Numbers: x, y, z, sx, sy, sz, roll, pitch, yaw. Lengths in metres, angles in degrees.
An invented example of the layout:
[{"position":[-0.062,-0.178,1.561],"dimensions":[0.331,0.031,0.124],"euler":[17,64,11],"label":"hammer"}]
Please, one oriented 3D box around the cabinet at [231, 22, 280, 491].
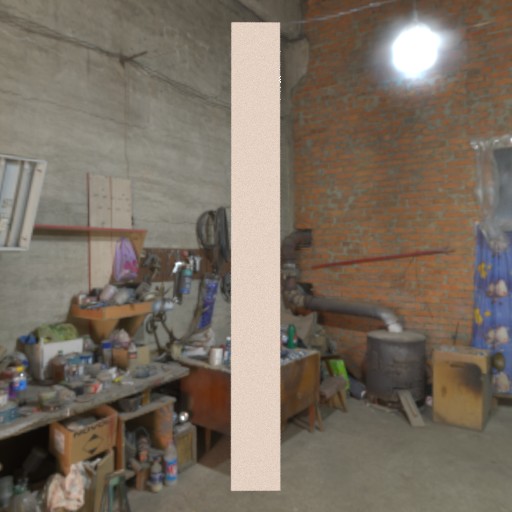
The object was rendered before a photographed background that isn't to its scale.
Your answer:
[{"position":[0.000,0.000,1.997],"dimensions":[0.192,1.770,0.643],"euler":[0,-1,0],"label":"cabinet"}]
